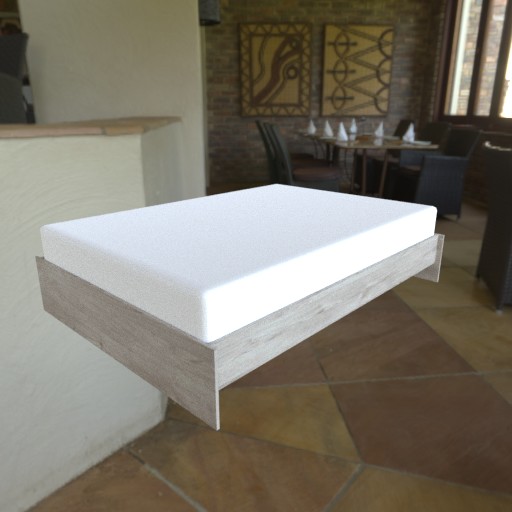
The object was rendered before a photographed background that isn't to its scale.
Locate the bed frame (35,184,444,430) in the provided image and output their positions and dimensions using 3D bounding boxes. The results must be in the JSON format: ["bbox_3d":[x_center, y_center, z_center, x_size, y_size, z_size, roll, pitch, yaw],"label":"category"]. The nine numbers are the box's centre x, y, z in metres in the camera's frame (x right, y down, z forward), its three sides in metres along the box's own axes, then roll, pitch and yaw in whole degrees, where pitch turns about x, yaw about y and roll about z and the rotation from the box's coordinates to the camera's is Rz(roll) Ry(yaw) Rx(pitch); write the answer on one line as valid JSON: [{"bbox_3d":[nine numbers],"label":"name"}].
[{"bbox_3d":[0.000,0.000,2.620,1.445,0.497,1.945,16,24,40],"label":"bed frame"}]
